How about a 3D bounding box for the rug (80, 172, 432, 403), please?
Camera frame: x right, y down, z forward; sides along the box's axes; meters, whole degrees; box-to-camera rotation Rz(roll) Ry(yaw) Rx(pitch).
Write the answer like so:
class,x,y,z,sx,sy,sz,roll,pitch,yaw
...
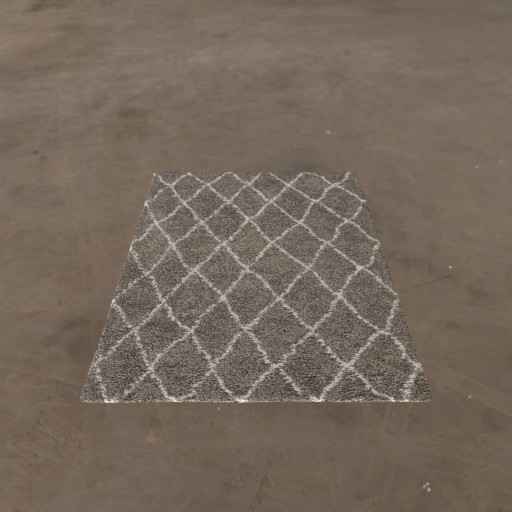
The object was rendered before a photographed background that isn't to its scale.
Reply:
class,x,y,z,sx,sy,sz,roll,pitch,yaw
rug,0.000,0.000,4.194,2.438,0.029,3.047,0,41,0
